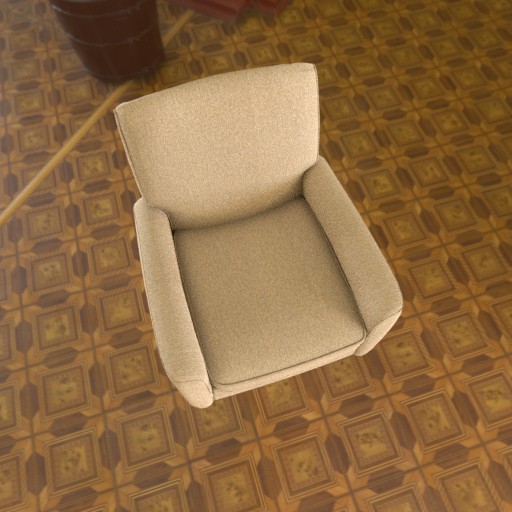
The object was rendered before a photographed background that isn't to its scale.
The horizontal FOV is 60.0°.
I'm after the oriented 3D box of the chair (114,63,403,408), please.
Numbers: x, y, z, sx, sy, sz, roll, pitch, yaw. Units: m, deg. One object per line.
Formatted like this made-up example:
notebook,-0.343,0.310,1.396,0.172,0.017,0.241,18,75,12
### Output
chair,0.000,0.000,1.672,0.848,1.014,0.864,-16,64,-8
